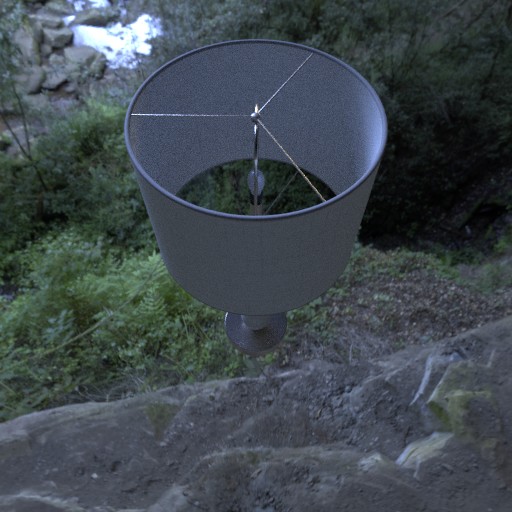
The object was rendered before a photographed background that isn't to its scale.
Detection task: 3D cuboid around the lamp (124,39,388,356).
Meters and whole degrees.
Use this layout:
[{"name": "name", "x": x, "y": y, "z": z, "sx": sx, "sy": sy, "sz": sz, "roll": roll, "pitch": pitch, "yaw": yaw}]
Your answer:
[{"name": "lamp", "x": 0.000, "y": 0.000, "z": 0.708, "sx": 0.280, "sy": 0.559, "sz": 0.282, "roll": 1, "pitch": 57, "yaw": 1}]
